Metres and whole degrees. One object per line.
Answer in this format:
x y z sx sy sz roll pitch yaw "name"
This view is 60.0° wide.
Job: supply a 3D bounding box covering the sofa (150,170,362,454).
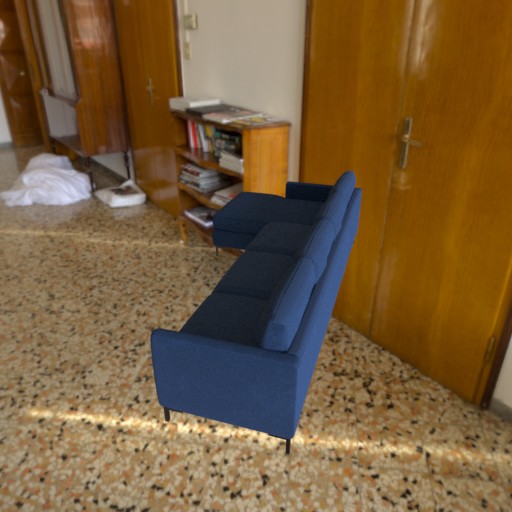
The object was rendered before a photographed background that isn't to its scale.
0.000 0.000 2.975 1.128 0.679 2.450 8 27 16 "sofa"
